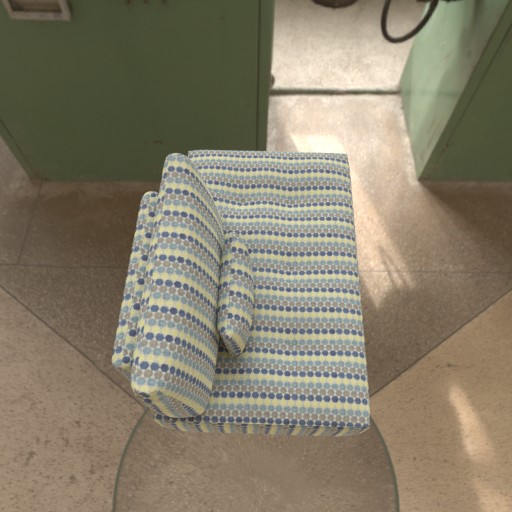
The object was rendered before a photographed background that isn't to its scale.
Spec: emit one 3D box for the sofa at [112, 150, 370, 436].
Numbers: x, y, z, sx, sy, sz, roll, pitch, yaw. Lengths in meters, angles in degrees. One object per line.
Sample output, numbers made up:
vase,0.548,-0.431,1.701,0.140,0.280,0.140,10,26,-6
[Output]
sofa,0.000,0.000,2.031,1.000,0.820,1.450,2,62,1
